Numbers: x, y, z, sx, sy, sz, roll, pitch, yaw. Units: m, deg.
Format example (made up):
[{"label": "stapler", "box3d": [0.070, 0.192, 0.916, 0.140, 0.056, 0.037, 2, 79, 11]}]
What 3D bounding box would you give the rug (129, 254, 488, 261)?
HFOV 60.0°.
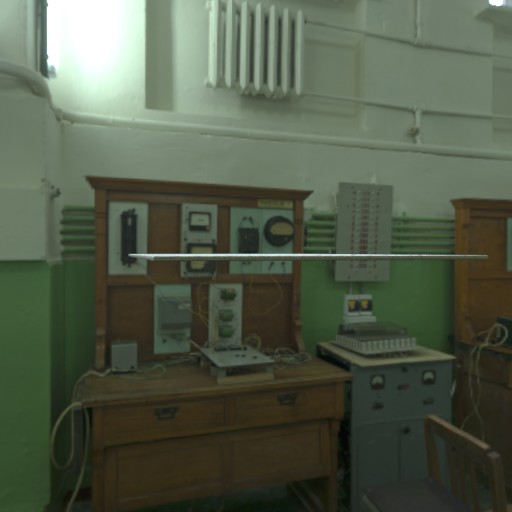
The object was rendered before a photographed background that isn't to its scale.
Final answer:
[{"label": "rug", "box3d": [0.000, 0.000, 2.322, 1.222, 0.015, 1.828, 0, 0, -18]}]
